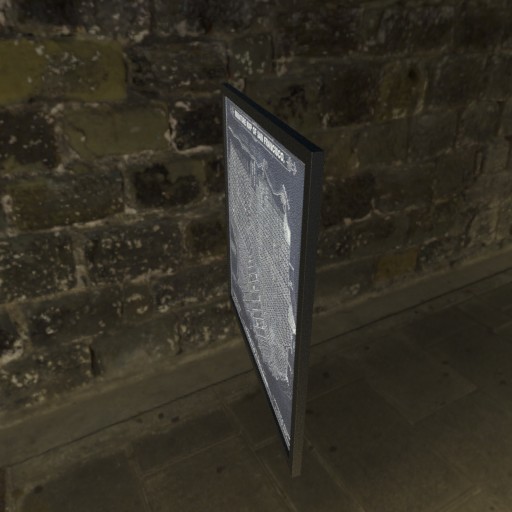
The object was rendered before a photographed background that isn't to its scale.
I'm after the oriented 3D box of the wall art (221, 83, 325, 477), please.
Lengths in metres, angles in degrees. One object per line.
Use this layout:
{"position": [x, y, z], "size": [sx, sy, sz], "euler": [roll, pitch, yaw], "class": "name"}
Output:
{"position": [0.000, 0.000, 1.240], "size": [0.022, 0.807, 0.807], "euler": [-7, 30, -12], "class": "wall art"}
